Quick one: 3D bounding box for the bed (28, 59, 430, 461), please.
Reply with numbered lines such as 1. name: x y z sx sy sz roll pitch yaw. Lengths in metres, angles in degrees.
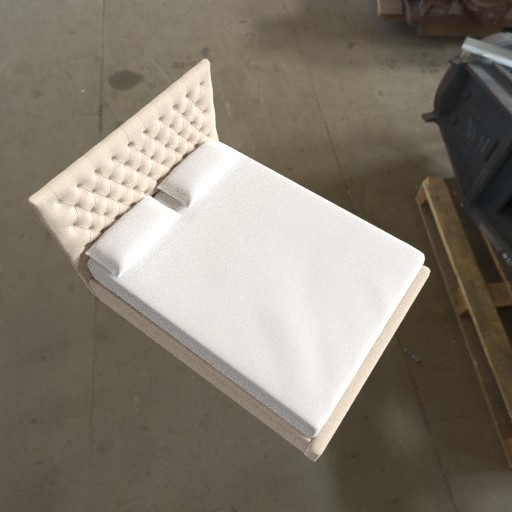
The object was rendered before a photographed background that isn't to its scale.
1. bed: 0.000 0.000 3.274 2.233 1.426 1.696 32 64 18
